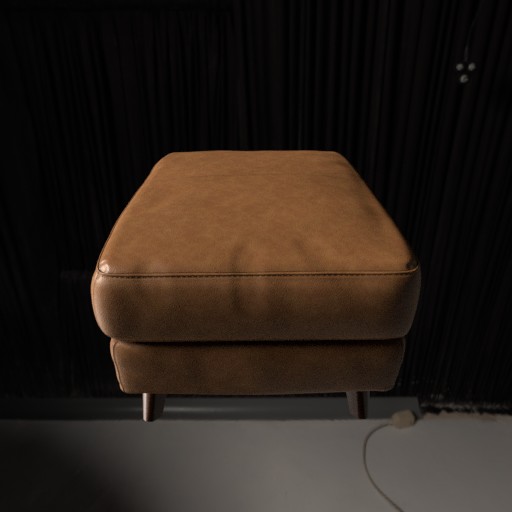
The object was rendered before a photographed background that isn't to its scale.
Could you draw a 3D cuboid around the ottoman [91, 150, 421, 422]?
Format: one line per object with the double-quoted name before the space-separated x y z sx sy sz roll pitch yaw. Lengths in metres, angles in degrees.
"ottoman" 0.000 0.000 1.210 0.630 0.461 0.869 0 27 -1
